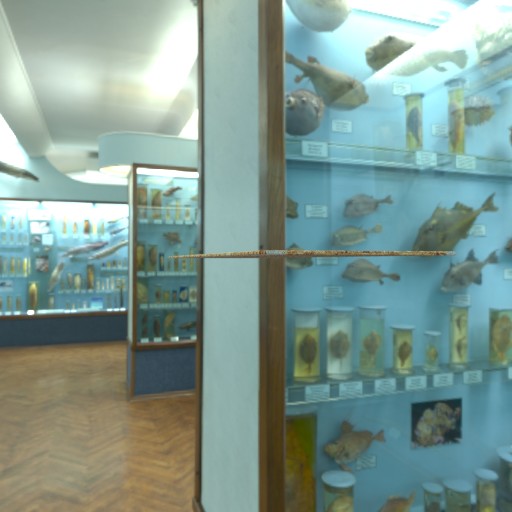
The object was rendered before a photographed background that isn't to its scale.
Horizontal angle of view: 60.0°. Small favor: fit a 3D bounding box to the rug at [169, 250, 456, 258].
[{"bbox_3d":[0.000,0.000,2.433,0.680,0.014,2.237,0,-1,-18],"label":"rug"}]
